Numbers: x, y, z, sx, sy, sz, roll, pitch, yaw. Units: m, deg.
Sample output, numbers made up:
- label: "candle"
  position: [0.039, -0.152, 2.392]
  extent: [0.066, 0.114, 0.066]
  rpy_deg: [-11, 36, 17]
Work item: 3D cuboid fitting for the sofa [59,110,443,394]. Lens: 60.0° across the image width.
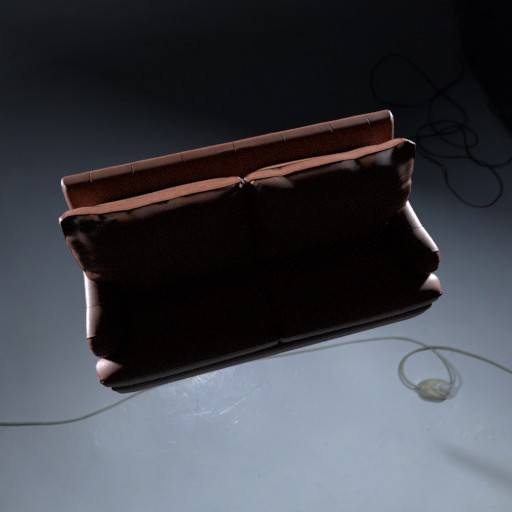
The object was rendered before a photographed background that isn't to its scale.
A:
- label: "sofa"
  position: [0.000, 0.000, 2.828]
  extent: [2.144, 1.071, 1.147]
  rpy_deg: [-13, 65, -6]
